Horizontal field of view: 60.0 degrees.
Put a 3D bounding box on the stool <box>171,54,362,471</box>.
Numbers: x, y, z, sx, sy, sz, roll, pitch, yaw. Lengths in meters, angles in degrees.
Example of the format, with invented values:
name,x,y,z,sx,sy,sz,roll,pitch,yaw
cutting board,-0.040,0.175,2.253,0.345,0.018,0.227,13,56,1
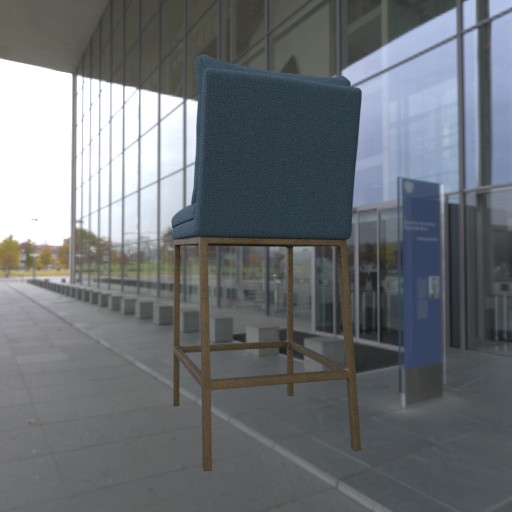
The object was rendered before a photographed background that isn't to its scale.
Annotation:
name,x,y,z,sx,sy,sz,roll,pitch,yaw
stool,0.000,0.000,1.373,0.463,1.032,0.568,0,-2,-17
